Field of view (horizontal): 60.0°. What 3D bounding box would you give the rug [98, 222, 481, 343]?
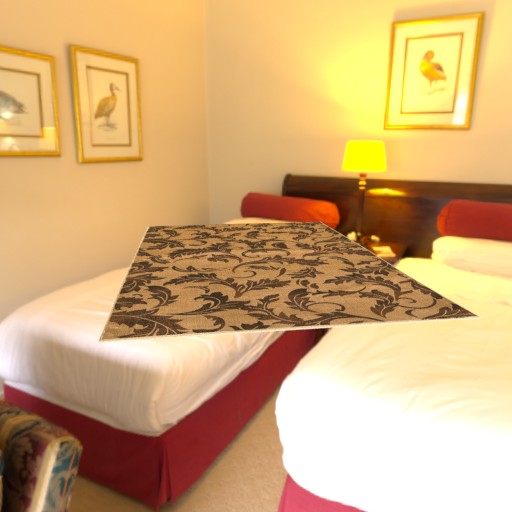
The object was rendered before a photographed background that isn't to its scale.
[{"bbox_3d":[0.000,0.000,2.796,1.522,0.008,2.284,-2,15,-9],"label":"rug"}]
